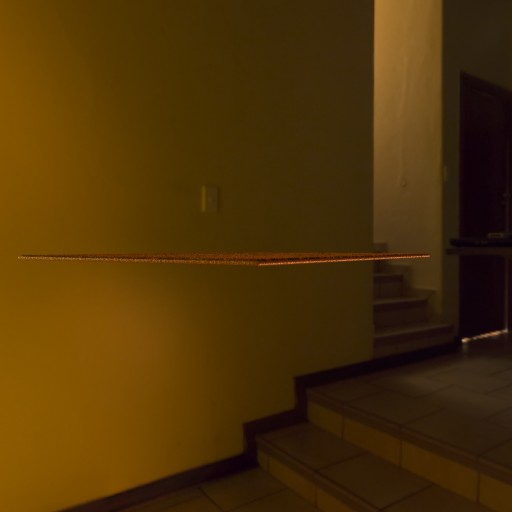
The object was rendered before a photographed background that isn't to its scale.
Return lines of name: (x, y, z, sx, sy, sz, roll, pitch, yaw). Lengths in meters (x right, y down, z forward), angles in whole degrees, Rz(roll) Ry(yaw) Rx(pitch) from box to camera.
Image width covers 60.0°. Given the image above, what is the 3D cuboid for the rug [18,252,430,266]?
rug: (0.000, 0.000, 2.829, 1.588, 0.024, 2.204, 1, 1, 35)
